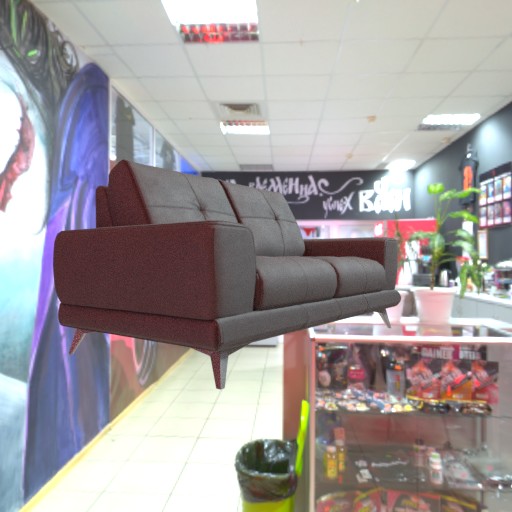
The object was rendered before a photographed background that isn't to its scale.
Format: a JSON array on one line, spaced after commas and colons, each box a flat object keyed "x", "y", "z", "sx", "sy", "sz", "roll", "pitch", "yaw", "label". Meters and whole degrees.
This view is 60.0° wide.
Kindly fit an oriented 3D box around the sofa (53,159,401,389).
[{"x": 0.000, "y": 0.000, "z": 2.419, "sx": 1.018, "sy": 0.907, "sz": 1.806, "roll": 0, "pitch": 0, "yaw": 37, "label": "sofa"}]
